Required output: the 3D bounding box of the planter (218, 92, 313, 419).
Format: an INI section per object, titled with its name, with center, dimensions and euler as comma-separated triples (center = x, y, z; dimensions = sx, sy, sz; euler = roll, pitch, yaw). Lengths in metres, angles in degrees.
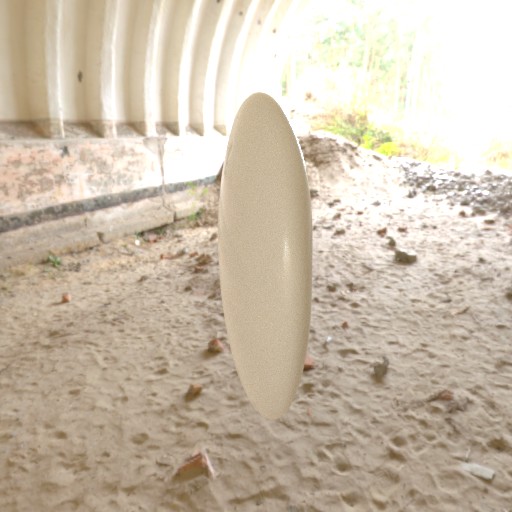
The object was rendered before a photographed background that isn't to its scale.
[planter]
center = 0.000, 0.000, 0.270
dimensions = 0.043, 0.188, 0.185
euler = -3, 16, -10
